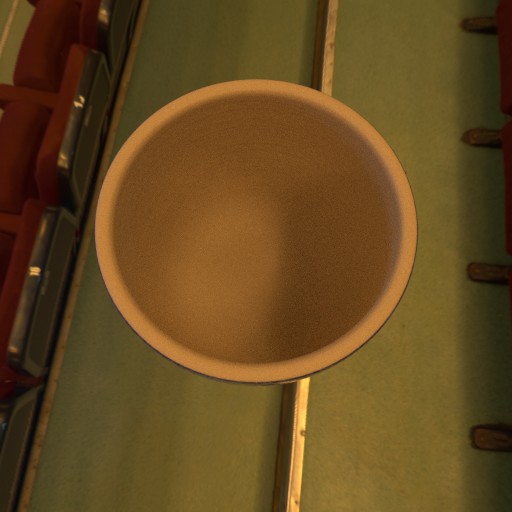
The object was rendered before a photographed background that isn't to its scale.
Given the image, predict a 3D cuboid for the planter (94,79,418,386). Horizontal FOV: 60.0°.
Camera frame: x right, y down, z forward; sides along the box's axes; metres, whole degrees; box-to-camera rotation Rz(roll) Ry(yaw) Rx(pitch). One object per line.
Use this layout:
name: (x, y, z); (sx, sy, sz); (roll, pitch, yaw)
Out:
planter: (0.000, 0.000, 0.293); (0.165, 0.149, 0.165); (0, 74, 0)
